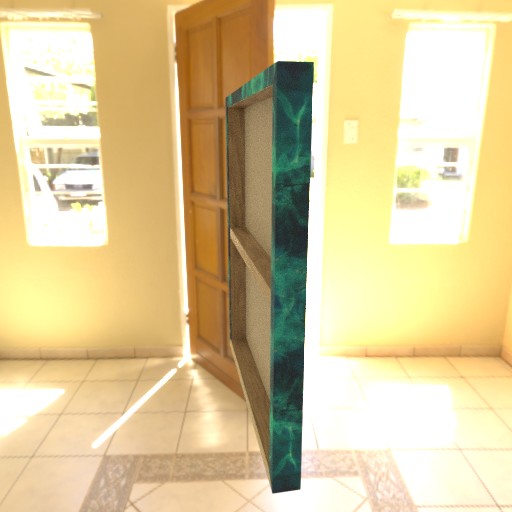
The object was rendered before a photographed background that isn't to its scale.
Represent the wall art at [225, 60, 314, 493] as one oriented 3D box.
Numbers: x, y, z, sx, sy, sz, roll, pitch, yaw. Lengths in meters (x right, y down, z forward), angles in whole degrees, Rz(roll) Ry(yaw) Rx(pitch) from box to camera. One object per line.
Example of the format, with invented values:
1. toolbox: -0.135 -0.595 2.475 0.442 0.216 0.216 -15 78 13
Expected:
1. wall art: 0.000 0.000 0.703 0.038 0.508 0.432 -3 15 -10
